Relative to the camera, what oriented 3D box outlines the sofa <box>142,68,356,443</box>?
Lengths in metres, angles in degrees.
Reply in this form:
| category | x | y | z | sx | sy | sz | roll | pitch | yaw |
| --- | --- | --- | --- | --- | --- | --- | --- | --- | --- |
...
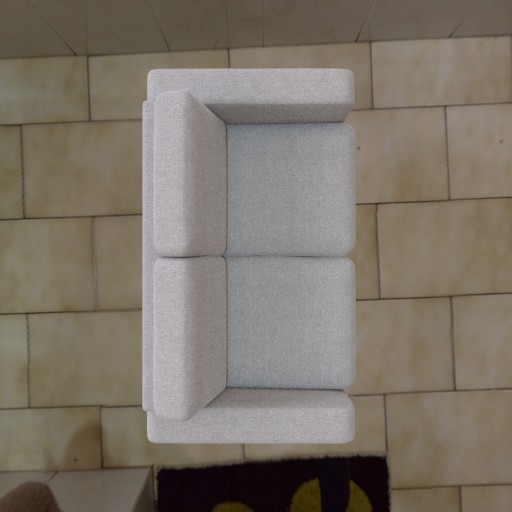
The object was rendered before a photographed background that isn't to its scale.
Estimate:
| category | x | y | z | sx | sy | sz | roll | pitch | yaw |
| --- | --- | --- | --- | --- | --- | --- | --- | --- | --- |
| sofa | 0.000 | 0.000 | 1.984 | 0.900 | 0.800 | 1.540 | 0 | 90 | 0 |
